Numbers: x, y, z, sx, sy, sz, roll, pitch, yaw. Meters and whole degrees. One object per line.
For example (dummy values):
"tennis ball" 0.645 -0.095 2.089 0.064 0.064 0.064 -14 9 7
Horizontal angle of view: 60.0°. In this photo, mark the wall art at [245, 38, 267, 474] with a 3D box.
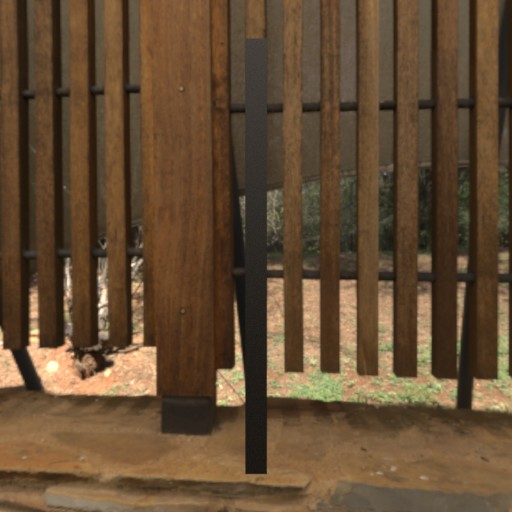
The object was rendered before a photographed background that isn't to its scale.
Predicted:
"wall art" 0.000 0.000 1.155 0.038 0.762 0.762 0 0 0
